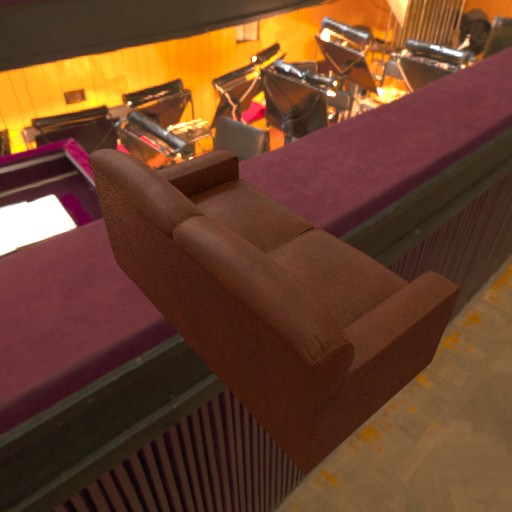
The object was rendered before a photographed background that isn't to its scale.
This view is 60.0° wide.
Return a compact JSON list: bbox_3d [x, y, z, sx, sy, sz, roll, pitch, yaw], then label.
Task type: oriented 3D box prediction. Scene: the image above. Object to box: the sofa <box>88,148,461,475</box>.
[{"bbox_3d":[0.000,0.000,2.433,1.000,0.966,1.856,-27,47,-29],"label":"sofa"}]
